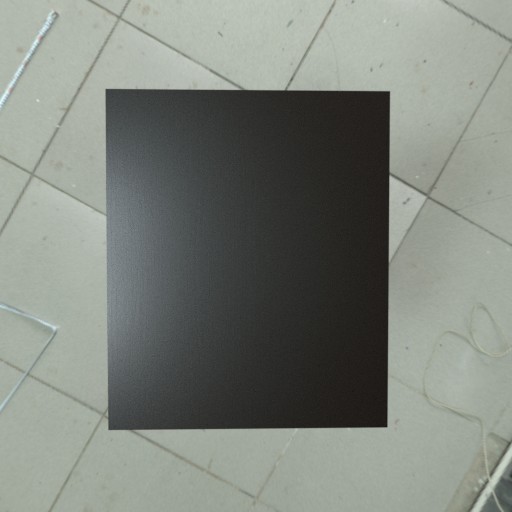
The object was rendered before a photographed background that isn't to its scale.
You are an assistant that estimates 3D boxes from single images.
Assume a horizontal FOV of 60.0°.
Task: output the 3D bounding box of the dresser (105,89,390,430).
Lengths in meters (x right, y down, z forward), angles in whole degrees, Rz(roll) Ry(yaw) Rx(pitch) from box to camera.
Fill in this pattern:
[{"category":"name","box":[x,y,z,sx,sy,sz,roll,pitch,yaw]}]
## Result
[{"category":"dresser","box":[0.000,0.000,0.758,0.360,0.470,0.400,0,91,-1]}]
